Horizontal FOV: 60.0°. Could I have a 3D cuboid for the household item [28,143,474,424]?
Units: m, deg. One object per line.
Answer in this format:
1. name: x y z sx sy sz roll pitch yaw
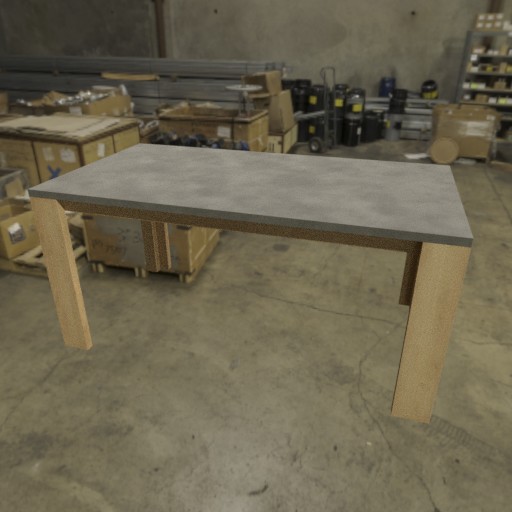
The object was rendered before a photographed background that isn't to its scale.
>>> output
1. household item: 0.000 0.000 2.048 1.600 0.755 0.850 8 28 15
